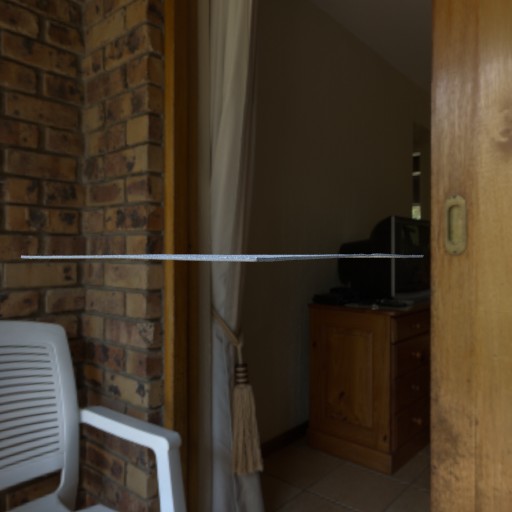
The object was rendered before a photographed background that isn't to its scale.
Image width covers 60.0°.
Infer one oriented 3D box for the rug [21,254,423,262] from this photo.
[{"bbox_3d":[0.000,0.000,3.001,1.616,0.030,2.338,0,0,35],"label":"rug"}]
